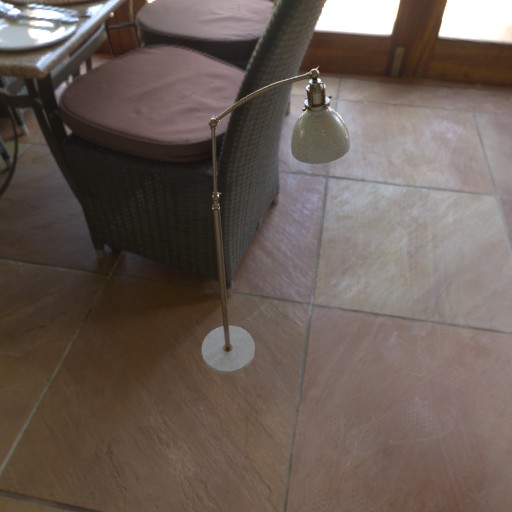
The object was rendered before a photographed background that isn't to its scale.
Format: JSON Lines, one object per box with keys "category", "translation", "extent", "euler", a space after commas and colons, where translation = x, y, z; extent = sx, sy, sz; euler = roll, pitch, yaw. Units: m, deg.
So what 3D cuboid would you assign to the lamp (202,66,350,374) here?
{"category": "lamp", "translation": [0.000, 0.000, 1.828], "extent": [0.599, 1.586, 0.288], "euler": [10, 47, 9]}
